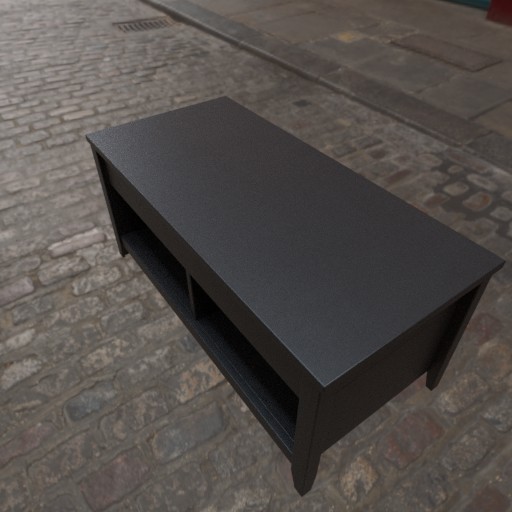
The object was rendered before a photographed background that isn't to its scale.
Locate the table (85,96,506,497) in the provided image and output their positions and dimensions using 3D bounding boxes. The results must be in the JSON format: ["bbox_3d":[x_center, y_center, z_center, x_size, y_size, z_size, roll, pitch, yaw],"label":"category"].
[{"bbox_3d":[0.000,0.000,1.226,0.483,0.457,1.016,-26,48,-26],"label":"table"}]
